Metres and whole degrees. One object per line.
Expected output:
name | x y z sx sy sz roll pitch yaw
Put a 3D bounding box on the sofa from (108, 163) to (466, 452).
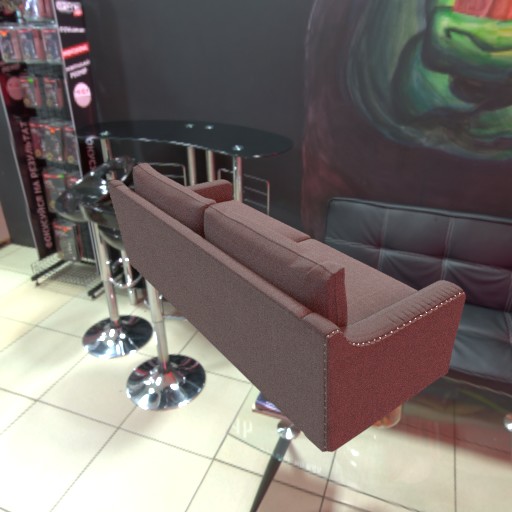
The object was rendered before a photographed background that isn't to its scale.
sofa | 0.000 0.000 2.731 1.000 0.857 2.208 -19 33 -32
